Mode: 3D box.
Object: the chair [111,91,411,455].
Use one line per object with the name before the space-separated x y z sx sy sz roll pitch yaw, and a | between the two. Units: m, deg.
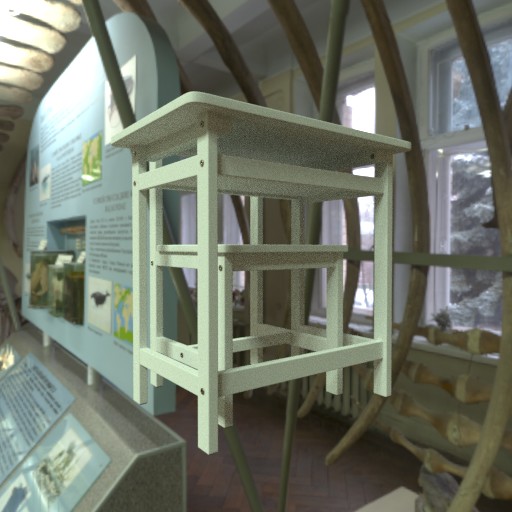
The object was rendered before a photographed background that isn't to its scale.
chair | 0.000 0.000 1.066 0.599 0.673 0.461 -1 1 -37
